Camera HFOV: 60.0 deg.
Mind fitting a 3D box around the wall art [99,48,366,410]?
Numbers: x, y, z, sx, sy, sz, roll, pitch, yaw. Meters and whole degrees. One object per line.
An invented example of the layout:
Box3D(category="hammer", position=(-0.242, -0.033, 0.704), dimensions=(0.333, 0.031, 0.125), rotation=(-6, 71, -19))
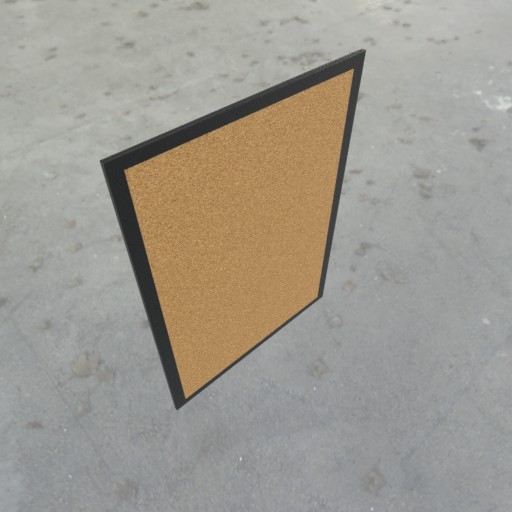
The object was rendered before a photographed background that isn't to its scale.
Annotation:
Box3D(category="wall art", position=(0.000, 0.000, 1.268), dimensions=(0.707, 0.967, 0.013), rotation=(-33, 55, -27))
